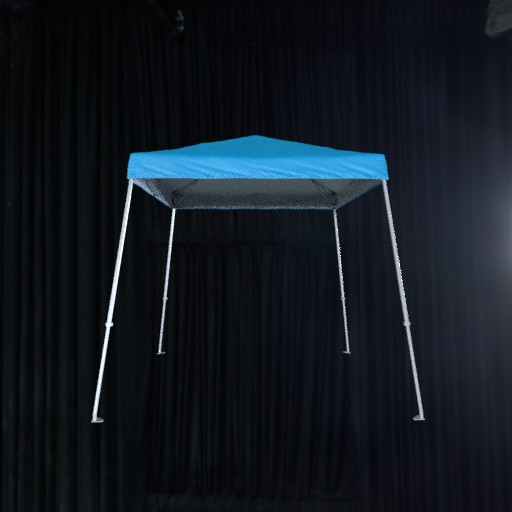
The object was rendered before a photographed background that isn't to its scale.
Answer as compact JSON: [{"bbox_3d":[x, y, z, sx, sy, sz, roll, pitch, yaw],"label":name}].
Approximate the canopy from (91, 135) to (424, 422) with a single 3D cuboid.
[{"bbox_3d":[0.000,0.000,5.224,2.848,2.849,2.849,0,-1,-1],"label":"canopy"}]
